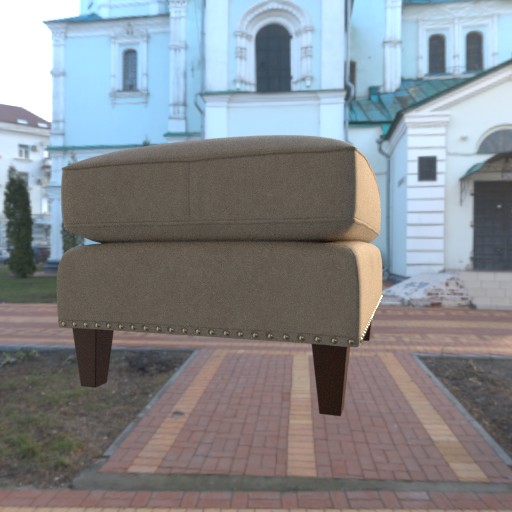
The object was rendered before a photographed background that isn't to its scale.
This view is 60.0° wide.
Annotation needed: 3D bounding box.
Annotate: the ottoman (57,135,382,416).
[{"bbox_3d":[0.000,0.000,1.116,0.584,0.513,0.741,0,1,18],"label":"ottoman"}]
